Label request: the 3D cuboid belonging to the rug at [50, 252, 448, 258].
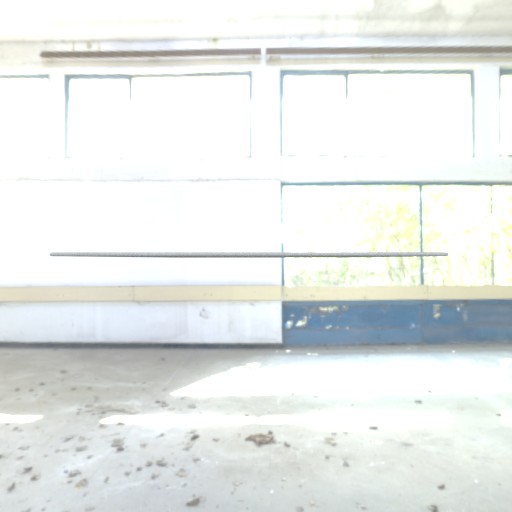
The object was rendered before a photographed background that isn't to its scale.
[{"bbox_3d":[0.000,0.000,2.258,1.219,0.013,1.829,0,0,2],"label":"rug"}]
